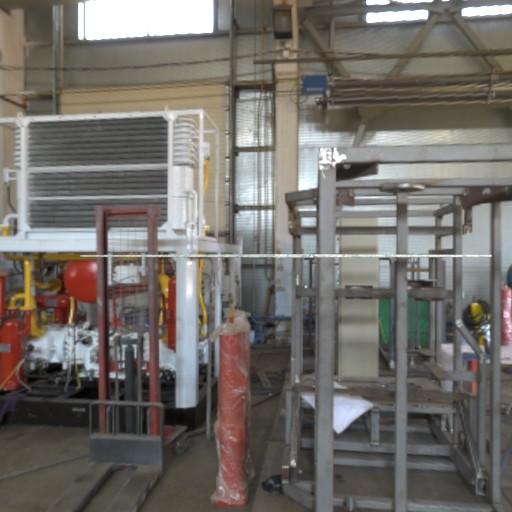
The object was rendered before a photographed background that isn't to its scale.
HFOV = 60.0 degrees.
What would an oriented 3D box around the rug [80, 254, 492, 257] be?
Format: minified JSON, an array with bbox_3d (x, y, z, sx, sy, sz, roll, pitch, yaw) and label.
[{"bbox_3d":[0.000,0.000,2.311,1.260,0.009,1.820,0,0,-38],"label":"rug"}]
